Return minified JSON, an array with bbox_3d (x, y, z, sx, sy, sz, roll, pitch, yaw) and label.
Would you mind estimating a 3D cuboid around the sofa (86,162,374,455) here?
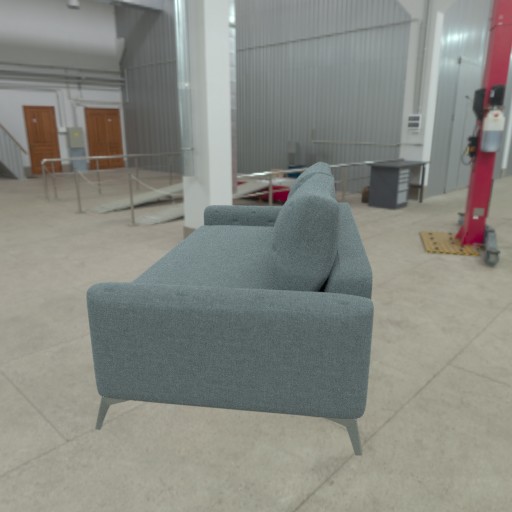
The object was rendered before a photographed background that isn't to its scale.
[{"bbox_3d":[0.000,0.000,2.104,0.920,0.790,1.650,2,16,8],"label":"sofa"}]
